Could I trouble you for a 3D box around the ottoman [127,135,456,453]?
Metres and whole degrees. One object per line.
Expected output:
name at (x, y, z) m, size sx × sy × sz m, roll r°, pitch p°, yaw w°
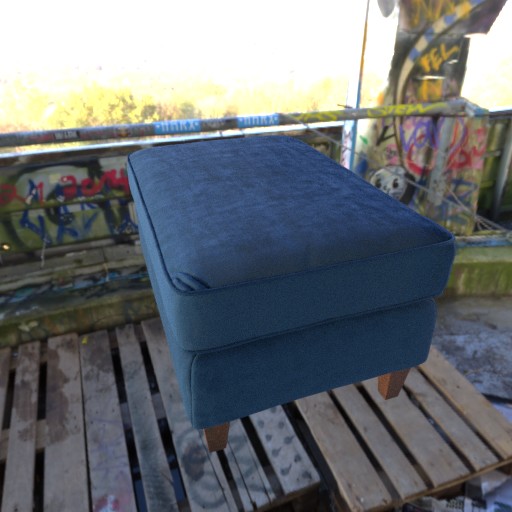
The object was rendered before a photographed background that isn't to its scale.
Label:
ottoman at (0.000, 0.000, 1.224) m, size 0.583 × 0.484 × 0.862 m, roll -10°, pitch 31°, yaw -17°
